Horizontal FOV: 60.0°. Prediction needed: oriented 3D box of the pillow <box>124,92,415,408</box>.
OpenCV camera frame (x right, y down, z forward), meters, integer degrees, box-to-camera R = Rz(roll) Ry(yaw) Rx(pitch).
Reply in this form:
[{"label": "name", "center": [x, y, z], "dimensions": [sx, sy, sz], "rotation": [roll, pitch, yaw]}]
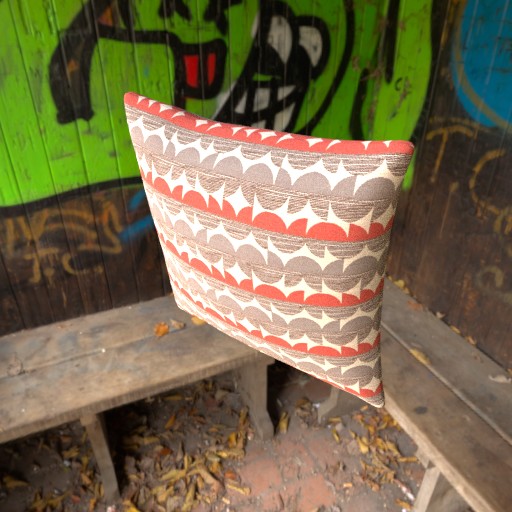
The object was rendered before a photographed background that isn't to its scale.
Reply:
[{"label": "pillow", "center": [0.000, 0.000, 0.633], "dimensions": [0.420, 0.410, 0.180], "rotation": [21, 37, 31]}]
